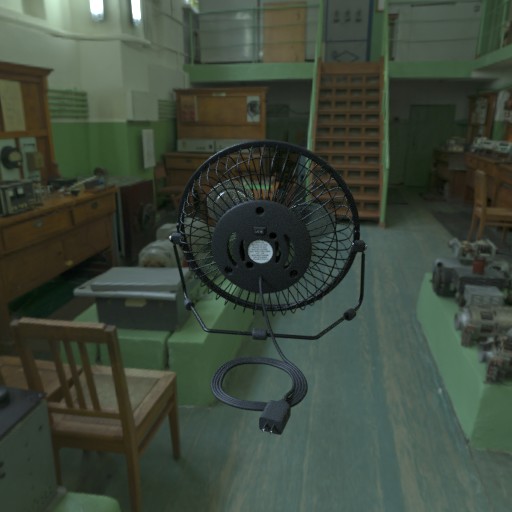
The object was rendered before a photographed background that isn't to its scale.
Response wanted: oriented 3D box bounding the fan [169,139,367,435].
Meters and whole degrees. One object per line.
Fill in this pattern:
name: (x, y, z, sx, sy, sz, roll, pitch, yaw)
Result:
fan: (0.000, 0.000, 0.382, 0.209, 0.188, 0.227, 3, 18, 8)
